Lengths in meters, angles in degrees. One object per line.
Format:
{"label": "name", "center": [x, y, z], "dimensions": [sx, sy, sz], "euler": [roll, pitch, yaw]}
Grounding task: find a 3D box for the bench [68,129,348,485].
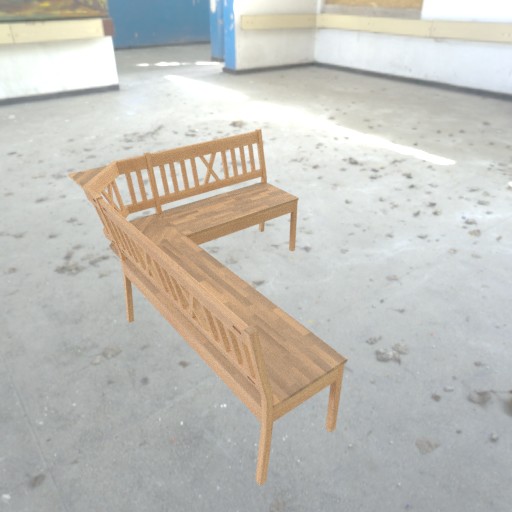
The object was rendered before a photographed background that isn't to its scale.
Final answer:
{"label": "bench", "center": [0.000, 0.000, 2.747], "dimensions": [1.537, 0.902, 1.937], "euler": [-22, 37, -31]}
